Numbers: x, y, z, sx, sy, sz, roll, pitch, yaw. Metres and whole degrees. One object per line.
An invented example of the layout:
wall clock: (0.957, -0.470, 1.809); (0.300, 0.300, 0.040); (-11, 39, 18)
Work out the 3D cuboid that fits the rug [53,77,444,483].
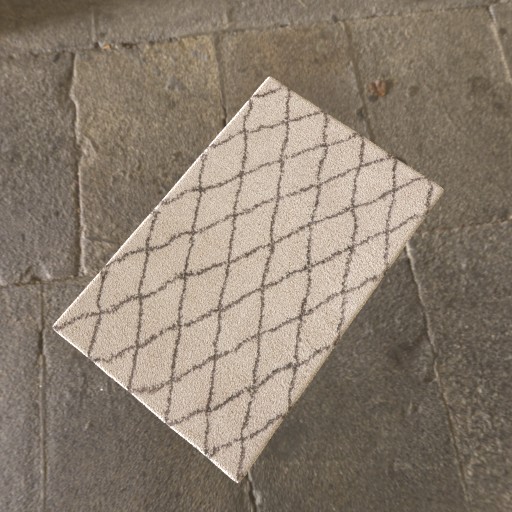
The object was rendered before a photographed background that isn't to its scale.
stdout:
rug: (0.000, 0.000, 3.471); (1.778, 0.030, 2.743); (36, 78, 9)
